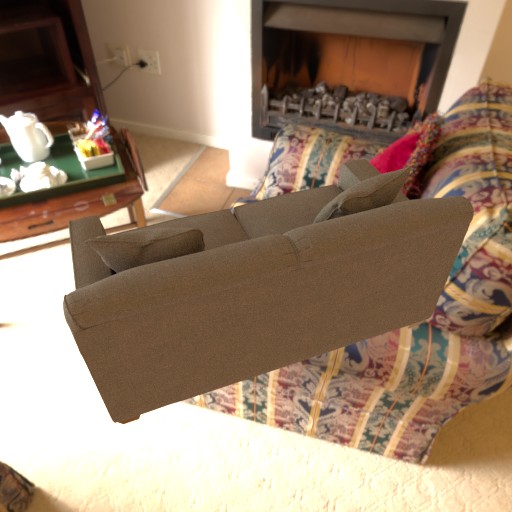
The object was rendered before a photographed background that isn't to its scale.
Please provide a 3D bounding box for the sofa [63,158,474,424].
[{"bbox_3d":[0.000,0.000,2.426,1.846,0.958,1.000,-15,45,-15],"label":"sofa"}]
